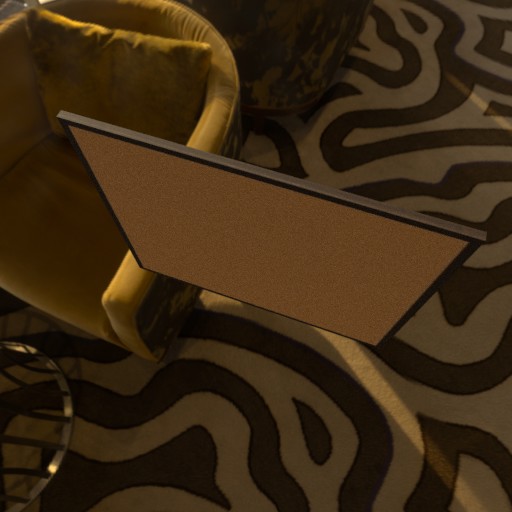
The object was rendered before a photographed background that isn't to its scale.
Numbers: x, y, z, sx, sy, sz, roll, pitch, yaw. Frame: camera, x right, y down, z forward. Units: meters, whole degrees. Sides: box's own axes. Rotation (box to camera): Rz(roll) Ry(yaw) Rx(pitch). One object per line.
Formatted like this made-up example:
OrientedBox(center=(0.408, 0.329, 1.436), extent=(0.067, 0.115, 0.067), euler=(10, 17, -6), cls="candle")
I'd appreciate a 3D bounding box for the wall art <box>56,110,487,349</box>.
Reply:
OrientedBox(center=(0.000, 0.000, 1.406), extent=(1.033, 0.875, 0.023), euler=(18, 65, 9), cls="wall art")
